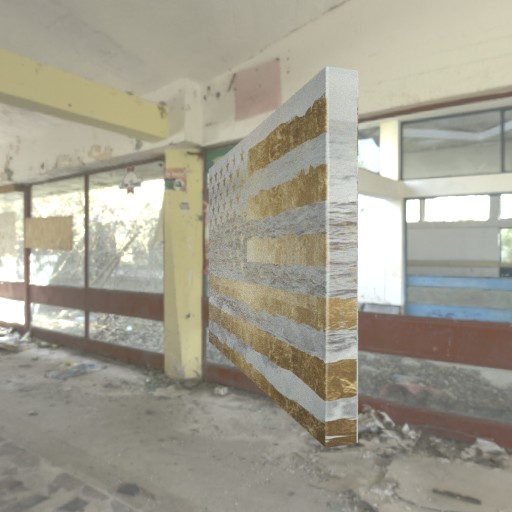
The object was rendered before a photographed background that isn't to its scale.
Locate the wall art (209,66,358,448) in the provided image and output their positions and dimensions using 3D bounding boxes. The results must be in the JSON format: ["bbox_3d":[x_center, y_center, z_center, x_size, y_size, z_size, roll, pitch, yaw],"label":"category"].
[{"bbox_3d":[0.000,0.000,0.766,0.041,0.407,0.606,0,0,-18],"label":"wall art"}]
